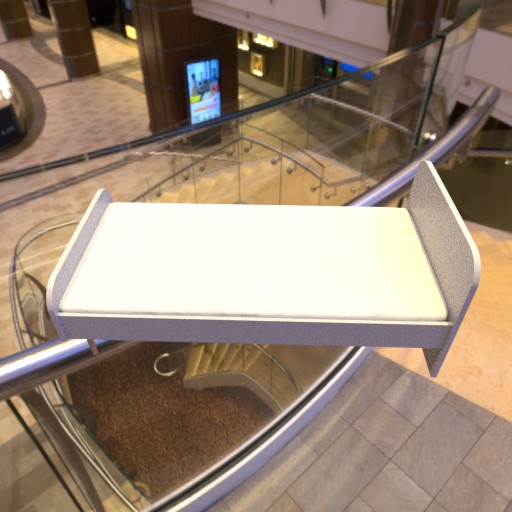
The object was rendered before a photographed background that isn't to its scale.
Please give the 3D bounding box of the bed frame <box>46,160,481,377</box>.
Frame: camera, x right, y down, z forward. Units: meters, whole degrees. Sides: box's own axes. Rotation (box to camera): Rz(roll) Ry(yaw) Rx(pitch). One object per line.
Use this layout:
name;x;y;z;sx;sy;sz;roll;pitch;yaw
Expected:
bed frame;0.000;0.000;2.509;1.963;0.805;0.998;1;41;1
